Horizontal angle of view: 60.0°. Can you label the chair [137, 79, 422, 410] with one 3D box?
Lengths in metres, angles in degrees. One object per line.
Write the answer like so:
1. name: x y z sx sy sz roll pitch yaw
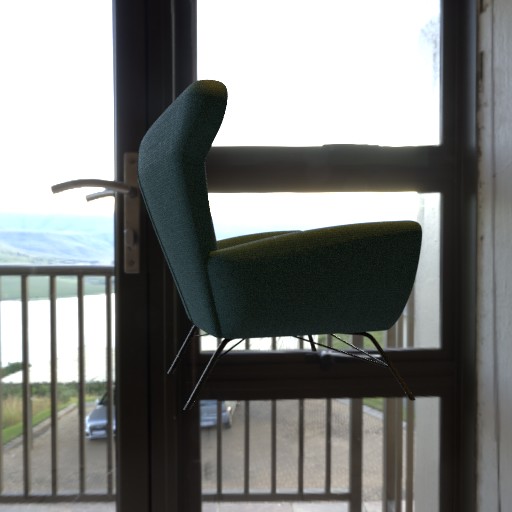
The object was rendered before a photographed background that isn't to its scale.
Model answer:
1. chair: 0.000 0.000 1.738 0.900 0.980 1.050 0 1 -19
